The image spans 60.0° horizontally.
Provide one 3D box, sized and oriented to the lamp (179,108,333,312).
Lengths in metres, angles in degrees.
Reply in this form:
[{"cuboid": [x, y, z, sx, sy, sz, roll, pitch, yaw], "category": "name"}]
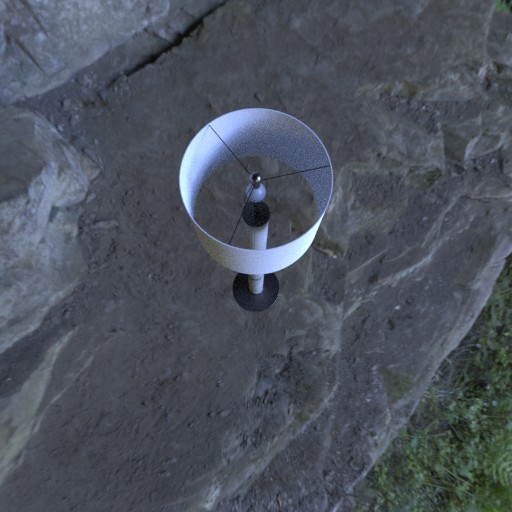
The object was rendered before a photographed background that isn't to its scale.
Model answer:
[{"cuboid": [0.000, 0.000, 1.846, 0.377, 1.599, 0.377, -39, 79, -9], "category": "lamp"}]
